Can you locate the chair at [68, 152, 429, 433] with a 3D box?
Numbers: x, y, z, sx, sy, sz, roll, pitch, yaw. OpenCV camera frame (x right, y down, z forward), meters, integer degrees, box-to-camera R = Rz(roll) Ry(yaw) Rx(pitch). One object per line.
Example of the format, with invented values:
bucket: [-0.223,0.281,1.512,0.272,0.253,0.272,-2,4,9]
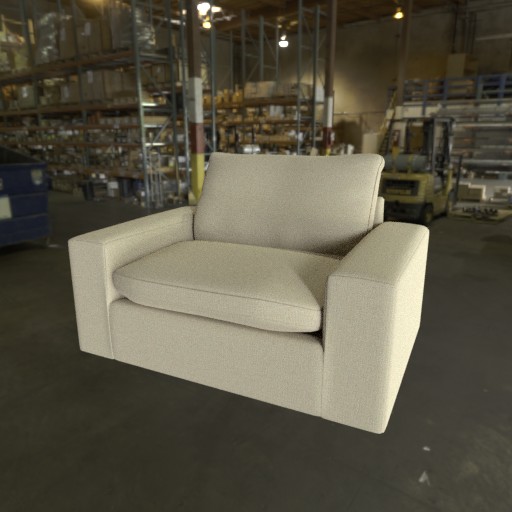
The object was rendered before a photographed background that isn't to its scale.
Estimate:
chair: [0.000,0.000,2.054,1.398,0.915,1.039,7,17,25]
